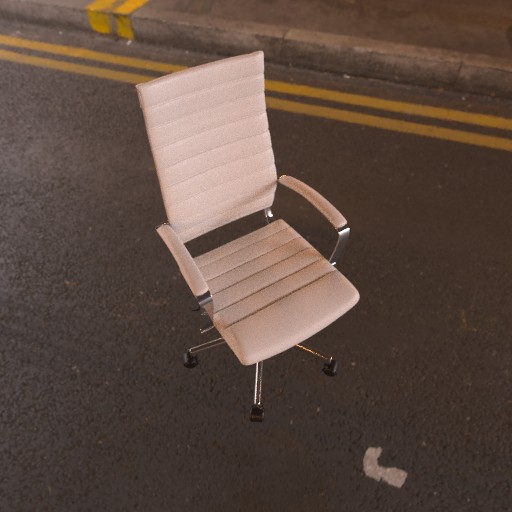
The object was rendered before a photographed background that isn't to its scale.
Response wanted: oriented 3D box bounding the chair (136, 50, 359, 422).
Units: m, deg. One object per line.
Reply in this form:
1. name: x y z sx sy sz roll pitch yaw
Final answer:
1. chair: 0.000 0.000 1.597 0.679 1.149 0.679 -25 53 -21
